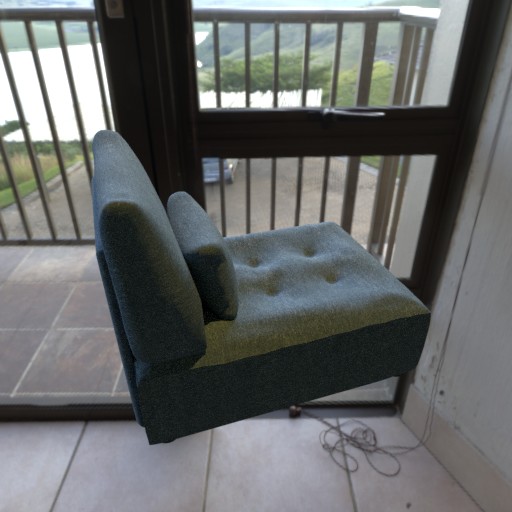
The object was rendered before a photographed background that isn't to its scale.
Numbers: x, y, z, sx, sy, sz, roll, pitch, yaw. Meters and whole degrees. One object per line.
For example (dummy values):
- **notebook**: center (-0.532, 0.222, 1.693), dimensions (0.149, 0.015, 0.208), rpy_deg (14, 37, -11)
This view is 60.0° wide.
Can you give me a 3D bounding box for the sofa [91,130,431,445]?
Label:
- **sofa**: center (0.000, 0.000, 1.551), dimensions (1.000, 0.820, 0.700), rpy_deg (-10, 33, -16)
